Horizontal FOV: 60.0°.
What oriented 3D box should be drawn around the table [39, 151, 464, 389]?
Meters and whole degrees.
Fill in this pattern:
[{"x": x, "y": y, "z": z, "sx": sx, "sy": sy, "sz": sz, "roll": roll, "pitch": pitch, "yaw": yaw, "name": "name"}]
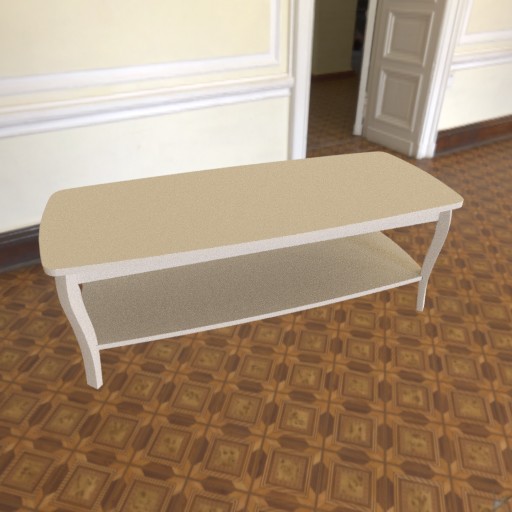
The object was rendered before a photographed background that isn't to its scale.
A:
[{"x": 0.000, "y": 0.000, "z": 1.600, "sx": 1.334, "sy": 0.474, "sz": 0.561, "roll": -10, "pitch": 34, "yaw": -15, "name": "table"}]
